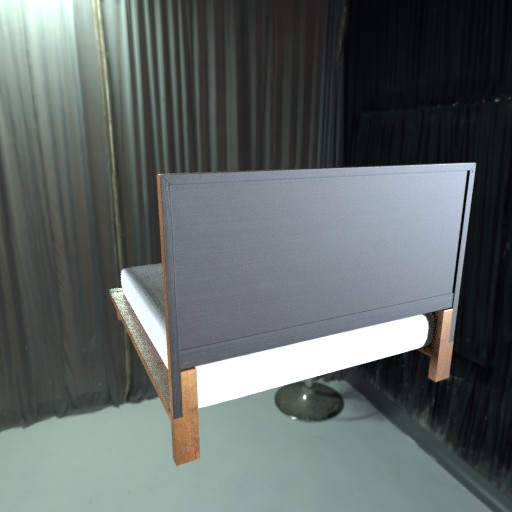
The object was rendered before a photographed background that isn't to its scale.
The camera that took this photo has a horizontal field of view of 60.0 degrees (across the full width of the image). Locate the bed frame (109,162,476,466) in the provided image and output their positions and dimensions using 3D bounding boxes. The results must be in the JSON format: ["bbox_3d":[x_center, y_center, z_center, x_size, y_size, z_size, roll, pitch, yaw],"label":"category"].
[{"bbox_3d":[0.000,0.000,3.567,2.038,1.537,2.235,-7,17,-25],"label":"bed frame"}]
